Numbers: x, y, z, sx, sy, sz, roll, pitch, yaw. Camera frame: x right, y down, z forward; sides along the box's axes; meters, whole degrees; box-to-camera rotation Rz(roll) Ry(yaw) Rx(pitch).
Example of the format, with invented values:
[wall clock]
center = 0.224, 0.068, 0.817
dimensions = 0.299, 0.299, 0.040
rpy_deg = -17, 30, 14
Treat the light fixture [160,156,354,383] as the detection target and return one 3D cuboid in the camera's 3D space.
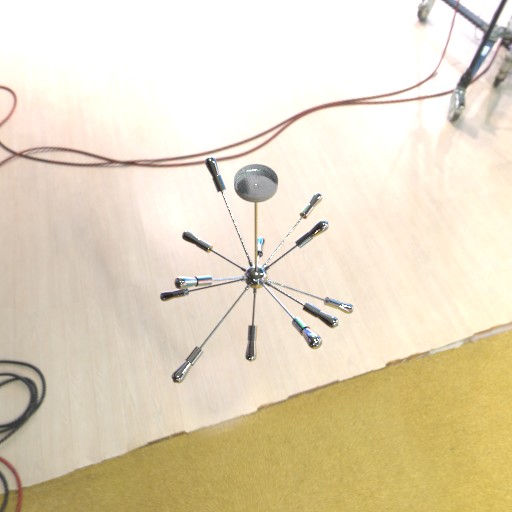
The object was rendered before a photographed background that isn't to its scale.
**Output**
[light fixture]
center = 0.000, 0.000, 1.098
dimensions = 0.509, 0.558, 0.684
rpy_deg = 30, 63, 17
